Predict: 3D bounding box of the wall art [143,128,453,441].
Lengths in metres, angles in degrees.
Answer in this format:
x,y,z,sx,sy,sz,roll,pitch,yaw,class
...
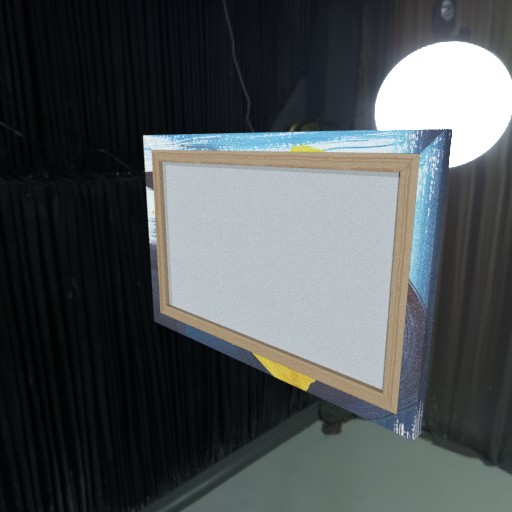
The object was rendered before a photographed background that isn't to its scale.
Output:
x,y,z,sx,sy,sz,roll,pitch,yaw,class
0.000,0.000,1.141,0.914,0.610,0.039,13,19,42,wall art
